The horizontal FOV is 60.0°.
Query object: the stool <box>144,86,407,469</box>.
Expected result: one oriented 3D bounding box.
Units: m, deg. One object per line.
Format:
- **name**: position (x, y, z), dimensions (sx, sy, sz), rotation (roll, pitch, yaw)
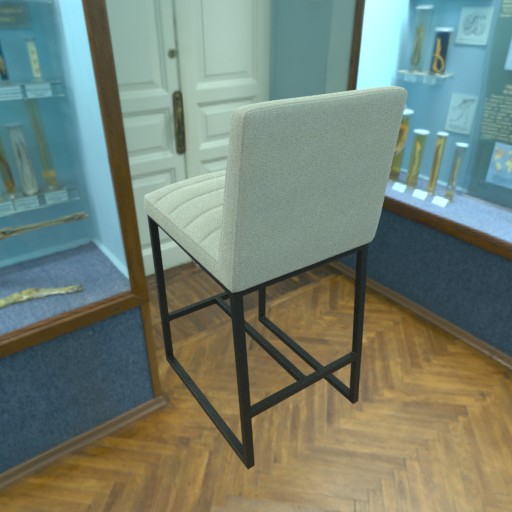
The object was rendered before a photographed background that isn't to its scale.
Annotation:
- **stool**: position (0.000, 0.000, 1.295), dimensions (0.459, 0.971, 0.567), rotation (-19, 34, -30)
